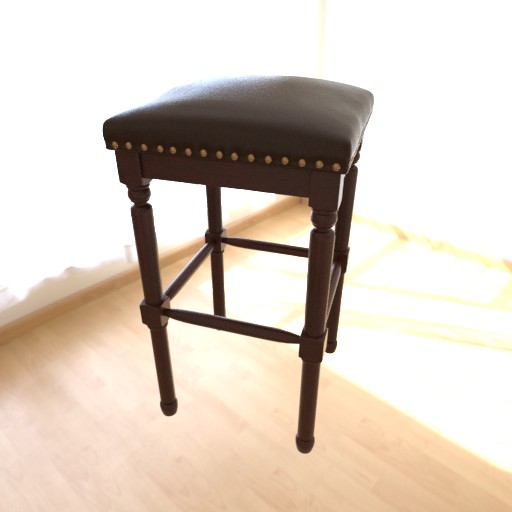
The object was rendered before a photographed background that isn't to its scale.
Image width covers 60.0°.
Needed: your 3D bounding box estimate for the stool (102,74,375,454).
[{"bbox_3d":[0.000,0.000,0.930,0.383,0.702,0.382,9,31,15],"label":"stool"}]
